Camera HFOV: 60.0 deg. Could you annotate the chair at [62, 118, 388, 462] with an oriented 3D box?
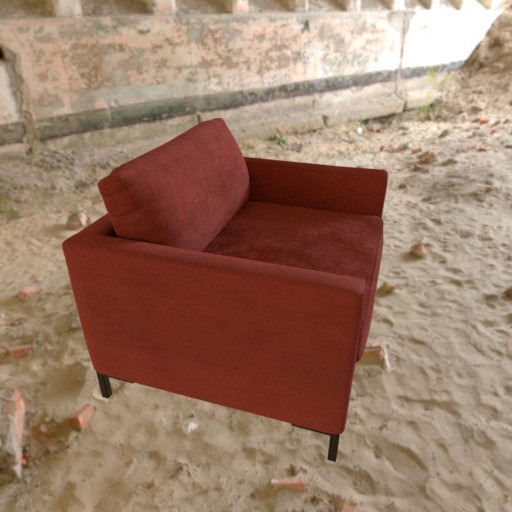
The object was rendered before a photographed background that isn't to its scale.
[{"bbox_3d":[0.000,0.000,1.622,0.875,0.812,0.964,9,31,16],"label":"chair"}]
